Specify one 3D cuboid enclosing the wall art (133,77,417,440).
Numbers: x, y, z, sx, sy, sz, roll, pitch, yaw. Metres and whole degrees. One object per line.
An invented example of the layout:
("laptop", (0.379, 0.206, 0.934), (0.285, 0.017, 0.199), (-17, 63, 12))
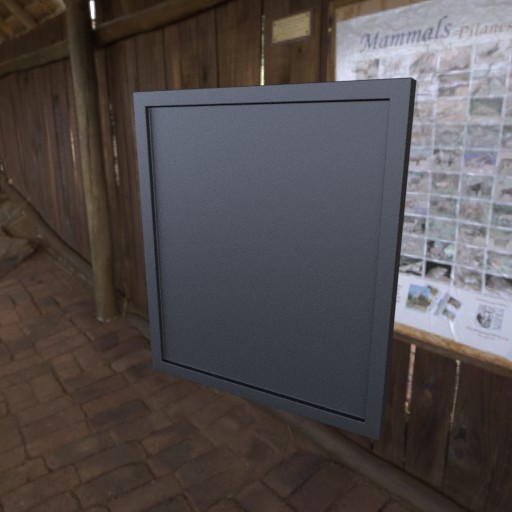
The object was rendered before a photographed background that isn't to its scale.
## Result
("wall art", (0.000, 0.000, 0.531), (0.328, 0.381, 0.028), (8, 18, 27))
